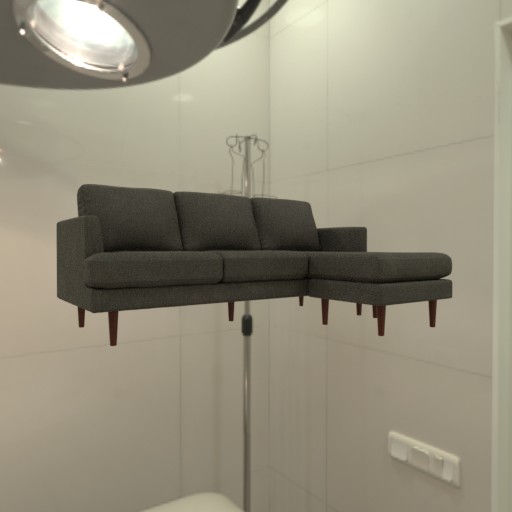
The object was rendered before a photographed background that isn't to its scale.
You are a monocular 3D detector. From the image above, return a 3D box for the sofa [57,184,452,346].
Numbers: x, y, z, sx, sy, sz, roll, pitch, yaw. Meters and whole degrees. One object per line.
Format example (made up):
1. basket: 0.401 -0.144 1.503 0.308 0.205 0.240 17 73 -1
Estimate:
1. sofa: 0.000 0.000 2.973 2.233 0.956 1.504 -1 1 -35
